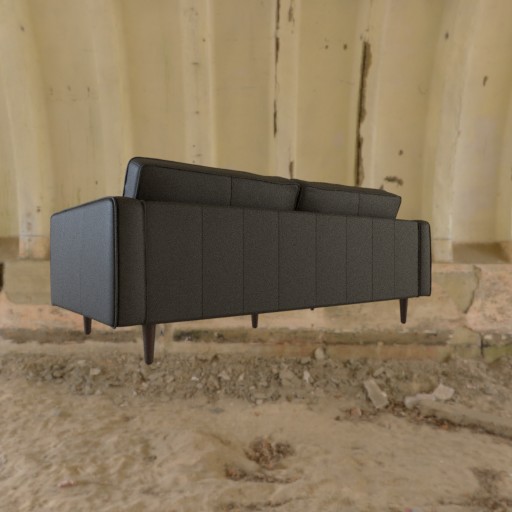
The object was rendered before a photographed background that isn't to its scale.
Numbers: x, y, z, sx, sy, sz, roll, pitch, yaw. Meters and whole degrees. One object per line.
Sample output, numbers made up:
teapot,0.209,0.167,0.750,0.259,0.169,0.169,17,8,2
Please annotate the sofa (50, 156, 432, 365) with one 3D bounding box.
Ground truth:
sofa,0.000,0.000,2.351,1.879,0.770,0.921,0,0,-37
